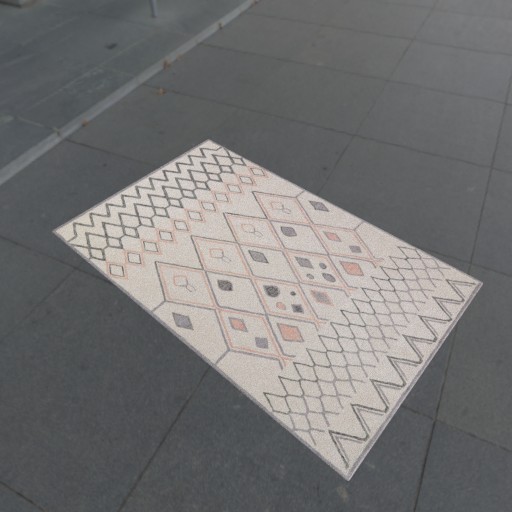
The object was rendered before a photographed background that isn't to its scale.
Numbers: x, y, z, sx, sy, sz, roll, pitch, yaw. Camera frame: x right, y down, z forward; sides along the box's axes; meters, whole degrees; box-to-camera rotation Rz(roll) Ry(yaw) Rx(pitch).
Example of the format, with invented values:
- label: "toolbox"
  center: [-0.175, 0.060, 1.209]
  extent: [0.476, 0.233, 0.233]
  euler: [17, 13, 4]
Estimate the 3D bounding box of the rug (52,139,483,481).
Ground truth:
- label: "rug"
  center: [0.000, 0.000, 2.923]
  extent: [2.438, 0.015, 1.524]
  euler: [33, 55, 26]
